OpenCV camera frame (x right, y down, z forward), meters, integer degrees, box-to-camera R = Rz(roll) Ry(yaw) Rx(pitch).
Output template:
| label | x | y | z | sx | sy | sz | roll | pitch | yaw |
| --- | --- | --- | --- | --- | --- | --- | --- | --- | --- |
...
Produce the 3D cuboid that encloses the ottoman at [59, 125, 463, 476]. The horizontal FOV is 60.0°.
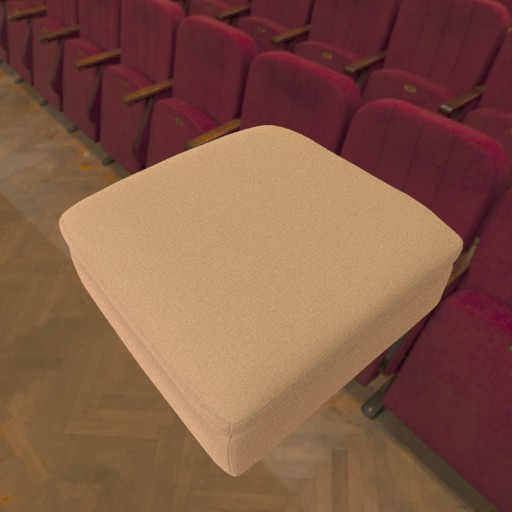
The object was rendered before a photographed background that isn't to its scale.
| label | x | y | z | sx | sy | sz | roll | pitch | yaw |
| --- | --- | --- | --- | --- | --- | --- | --- | --- | --- |
| ottoman | 0.000 | 0.000 | 1.524 | 0.996 | 0.467 | 0.977 | -31 | 53 | -27 |
